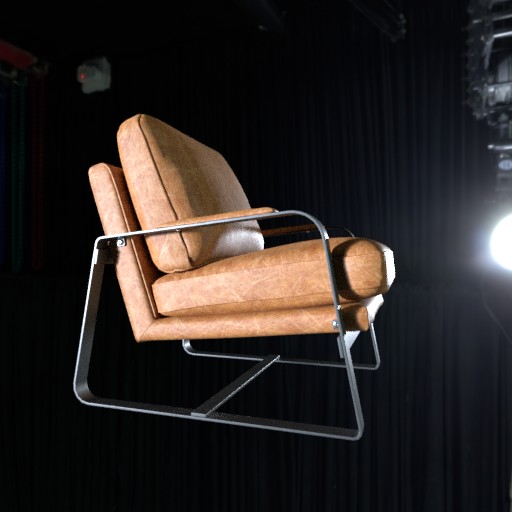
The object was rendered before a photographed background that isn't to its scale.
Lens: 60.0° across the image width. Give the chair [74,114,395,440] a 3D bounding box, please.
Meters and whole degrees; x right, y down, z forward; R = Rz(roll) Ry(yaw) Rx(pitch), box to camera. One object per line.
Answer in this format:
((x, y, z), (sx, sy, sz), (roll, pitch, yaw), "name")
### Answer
((0.000, 0.000, 1.349), (0.801, 0.777, 0.651), (0, 0, 19), "chair")
